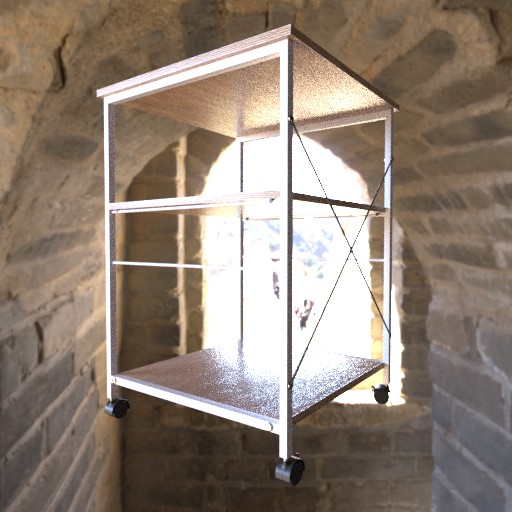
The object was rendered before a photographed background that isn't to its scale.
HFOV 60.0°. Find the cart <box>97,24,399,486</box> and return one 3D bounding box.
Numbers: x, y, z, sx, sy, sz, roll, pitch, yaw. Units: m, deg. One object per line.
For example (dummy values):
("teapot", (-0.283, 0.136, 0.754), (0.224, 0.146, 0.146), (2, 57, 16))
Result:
("cart", (0.000, 0.000, 1.080), (0.520, 0.762, 0.521), (1, 2, 36))
